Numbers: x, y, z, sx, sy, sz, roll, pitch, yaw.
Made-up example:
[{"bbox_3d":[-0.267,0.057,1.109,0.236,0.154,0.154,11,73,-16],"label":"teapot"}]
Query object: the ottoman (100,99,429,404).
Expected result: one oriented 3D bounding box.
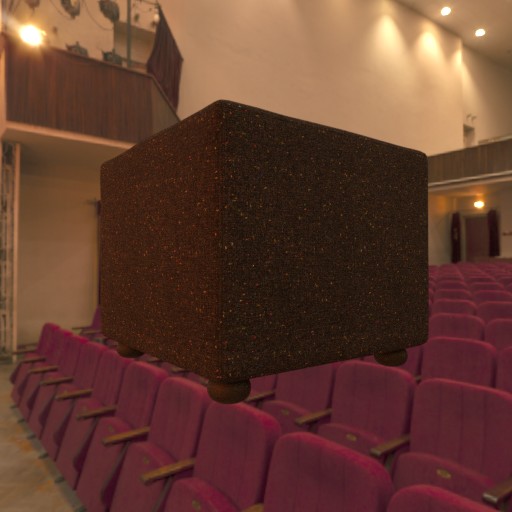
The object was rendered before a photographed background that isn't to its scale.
[{"bbox_3d":[0.000,0.000,0.920,0.508,0.432,0.508,1,-1,-37],"label":"ottoman"}]
